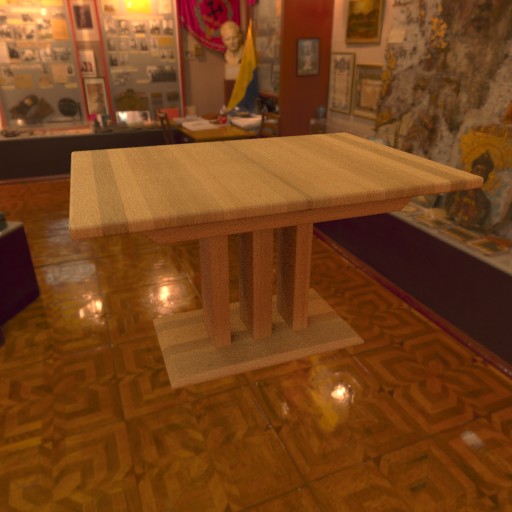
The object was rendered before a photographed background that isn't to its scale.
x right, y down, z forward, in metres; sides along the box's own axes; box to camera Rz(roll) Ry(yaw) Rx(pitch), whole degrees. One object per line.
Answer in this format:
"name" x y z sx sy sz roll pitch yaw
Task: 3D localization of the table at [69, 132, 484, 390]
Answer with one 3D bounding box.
"table" 0.000 0.000 1.822 1.300 0.770 0.900 -9 27 -18
